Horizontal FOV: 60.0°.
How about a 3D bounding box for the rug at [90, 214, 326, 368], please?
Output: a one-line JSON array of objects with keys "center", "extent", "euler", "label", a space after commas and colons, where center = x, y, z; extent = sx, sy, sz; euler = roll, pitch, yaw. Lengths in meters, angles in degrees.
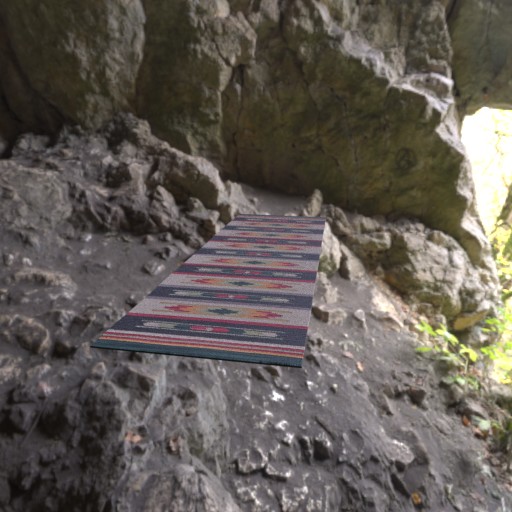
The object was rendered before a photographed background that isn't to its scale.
[{"center": [0.000, 0.000, 2.665], "extent": [0.760, 0.009, 2.440], "euler": [3, 17, 10], "label": "rug"}]
